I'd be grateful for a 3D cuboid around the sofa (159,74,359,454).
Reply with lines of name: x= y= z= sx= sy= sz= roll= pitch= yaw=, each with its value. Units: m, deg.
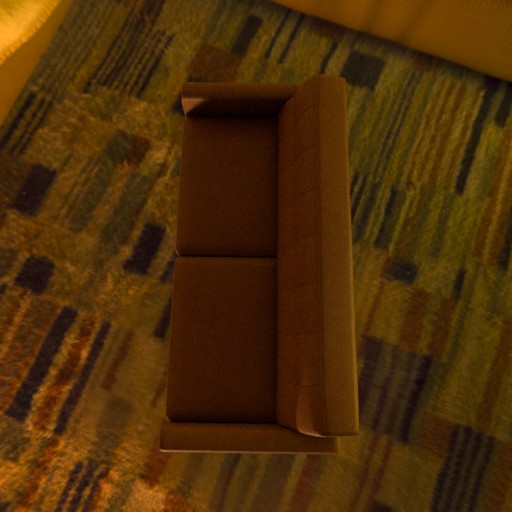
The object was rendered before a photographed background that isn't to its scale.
sofa: x=0.000 y=0.000 z=2.640 sx=0.980 sy=0.892 sz=2.137 roll=1 pitch=76 yaw=0
